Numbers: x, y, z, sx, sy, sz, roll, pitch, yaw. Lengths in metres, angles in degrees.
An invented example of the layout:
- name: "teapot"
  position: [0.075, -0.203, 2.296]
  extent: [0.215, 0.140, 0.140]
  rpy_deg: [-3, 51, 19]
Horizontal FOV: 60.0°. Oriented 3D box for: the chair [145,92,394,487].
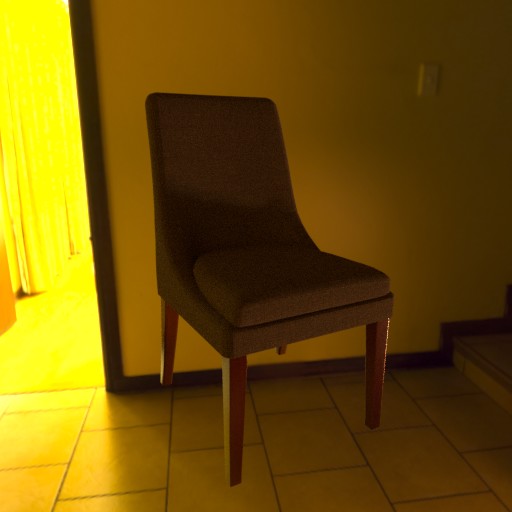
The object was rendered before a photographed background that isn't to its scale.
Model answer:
- name: "chair"
  position: [0.000, 0.000, 1.325]
  extent: [0.508, 0.952, 0.655]
  rpy_deg: [-8, 17, -28]
